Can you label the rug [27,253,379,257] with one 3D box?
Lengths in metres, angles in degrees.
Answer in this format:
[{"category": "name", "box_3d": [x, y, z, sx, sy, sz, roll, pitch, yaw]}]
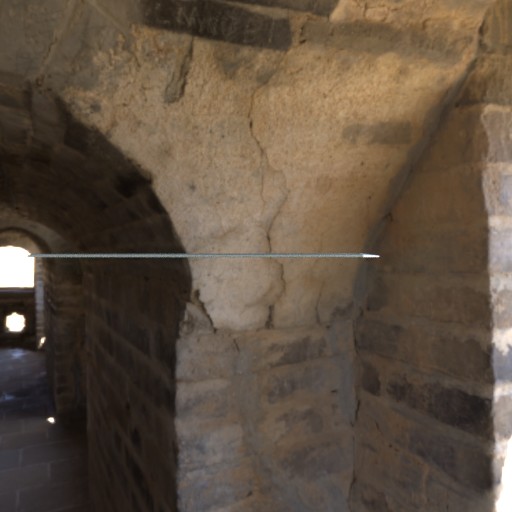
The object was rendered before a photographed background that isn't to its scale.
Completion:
[{"category": "rug", "box_3d": [0.000, 0.000, 3.499, 1.819, 0.018, 2.746, 0, 0, 17]}]
